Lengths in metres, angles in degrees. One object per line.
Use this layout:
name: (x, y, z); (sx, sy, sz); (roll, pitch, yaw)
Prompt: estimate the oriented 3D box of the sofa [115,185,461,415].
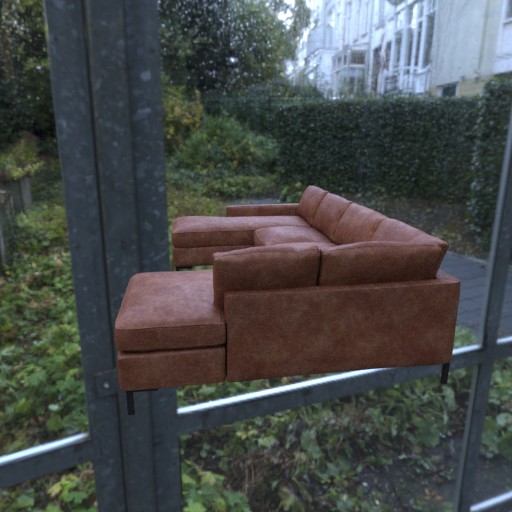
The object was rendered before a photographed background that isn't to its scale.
sofa: (0.000, 0.000, 3.792); (1.939, 0.900, 2.956); (-2, 16, -9)
